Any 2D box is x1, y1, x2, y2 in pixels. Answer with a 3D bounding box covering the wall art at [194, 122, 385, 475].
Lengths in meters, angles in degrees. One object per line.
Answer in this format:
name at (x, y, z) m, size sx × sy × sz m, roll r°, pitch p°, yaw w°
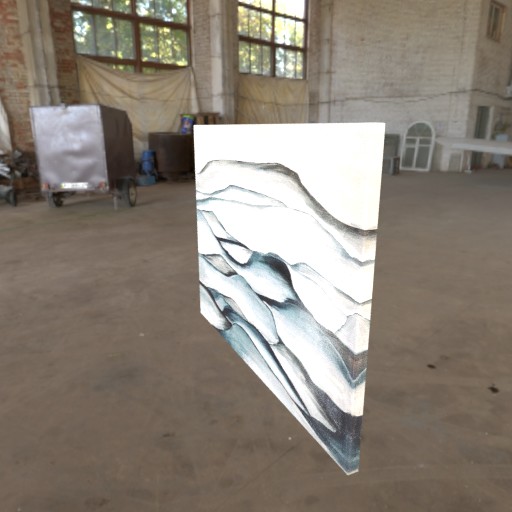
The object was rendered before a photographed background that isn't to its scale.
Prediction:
wall art at (0.000, 0.000, 1.605) m, size 0.039 × 0.915 × 1.219 m, roll -8°, pitch 18°, yaw -25°
